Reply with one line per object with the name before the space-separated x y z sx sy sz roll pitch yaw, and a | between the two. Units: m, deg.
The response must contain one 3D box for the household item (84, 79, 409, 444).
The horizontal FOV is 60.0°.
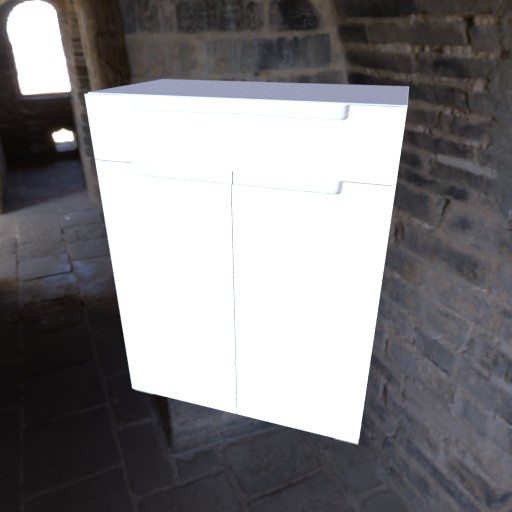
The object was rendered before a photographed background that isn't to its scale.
household item | 0.000 0.000 1.428 0.790 1.010 0.420 8 28 16
